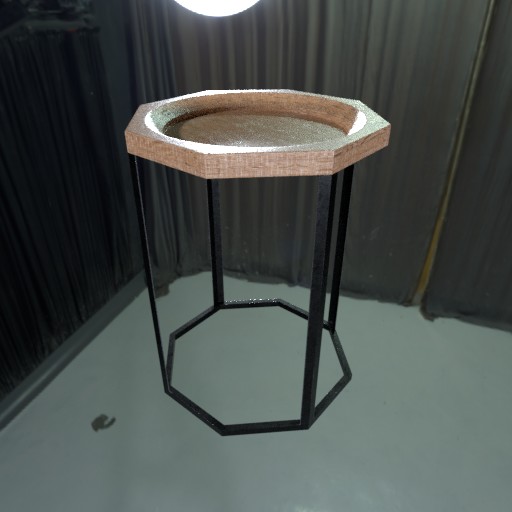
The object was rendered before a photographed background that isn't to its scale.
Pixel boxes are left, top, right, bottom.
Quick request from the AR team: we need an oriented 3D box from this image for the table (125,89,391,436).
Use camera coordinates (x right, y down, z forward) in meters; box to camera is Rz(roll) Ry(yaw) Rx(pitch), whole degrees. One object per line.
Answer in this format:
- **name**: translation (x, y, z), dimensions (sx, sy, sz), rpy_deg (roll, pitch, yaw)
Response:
- **table**: translation (0.000, 0.000, 0.882), dimensions (0.437, 0.553, 0.437), rpy_deg (9, 32, 15)
